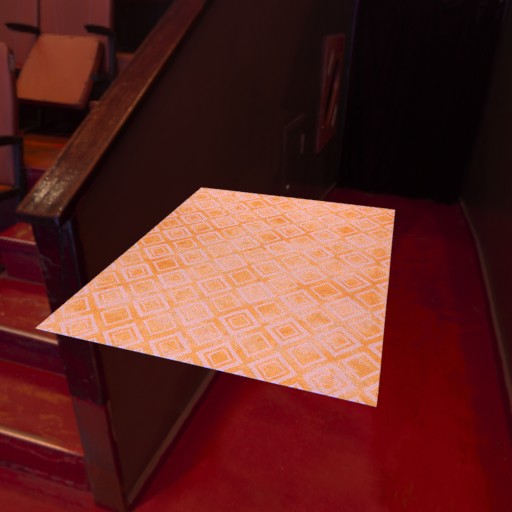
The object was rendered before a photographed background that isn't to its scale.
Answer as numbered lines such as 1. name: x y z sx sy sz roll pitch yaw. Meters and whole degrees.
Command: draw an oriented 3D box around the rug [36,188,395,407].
1. rug: 0.000 0.000 4.185 2.433 0.011 3.037 9 30 15
